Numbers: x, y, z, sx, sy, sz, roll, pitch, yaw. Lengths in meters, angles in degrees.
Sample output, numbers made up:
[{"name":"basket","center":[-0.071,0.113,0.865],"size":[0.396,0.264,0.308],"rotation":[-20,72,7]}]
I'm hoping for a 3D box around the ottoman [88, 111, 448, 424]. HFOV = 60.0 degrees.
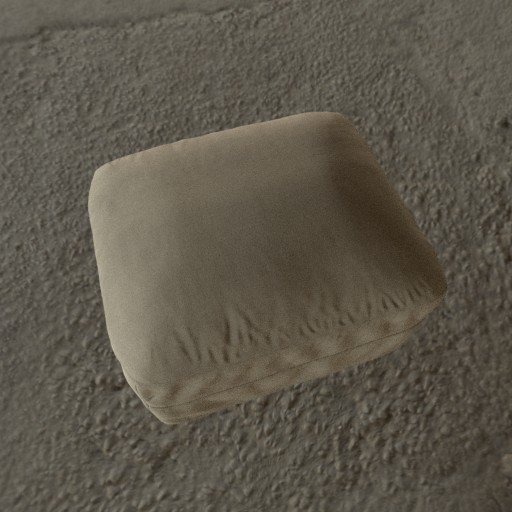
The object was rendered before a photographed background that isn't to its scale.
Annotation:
[{"name":"ottoman","center":[0.000,0.000,1.089],"size":[0.712,0.480,0.584],"rotation":[-16,61,-9]}]
